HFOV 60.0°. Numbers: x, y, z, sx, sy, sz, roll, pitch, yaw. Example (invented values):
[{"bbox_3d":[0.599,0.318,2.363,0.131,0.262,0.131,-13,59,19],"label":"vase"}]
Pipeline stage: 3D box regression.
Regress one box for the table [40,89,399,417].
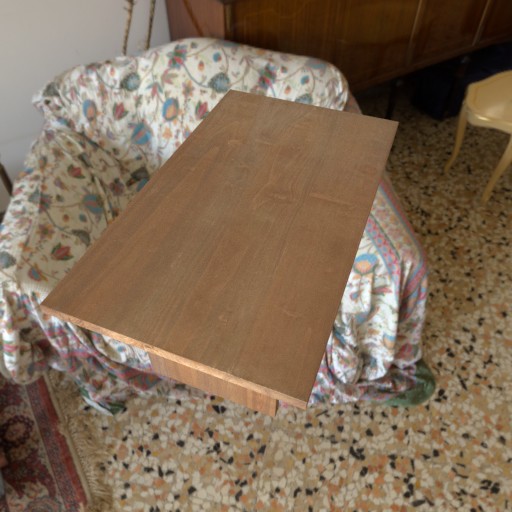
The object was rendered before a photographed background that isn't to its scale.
[{"bbox_3d":[0.000,0.000,2.177,0.946,0.780,1.609,16,50,14],"label":"table"}]
